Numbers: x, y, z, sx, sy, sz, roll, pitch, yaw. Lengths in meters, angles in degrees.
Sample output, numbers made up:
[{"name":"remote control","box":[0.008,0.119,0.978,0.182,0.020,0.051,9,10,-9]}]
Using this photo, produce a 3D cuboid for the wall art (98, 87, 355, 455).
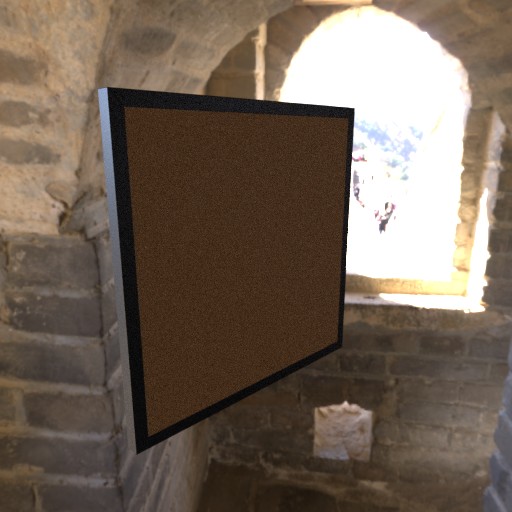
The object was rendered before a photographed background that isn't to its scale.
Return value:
[{"name":"wall art","box":[0.000,0.000,1.151,0.765,0.765,0.038,-14,20,-42]}]
